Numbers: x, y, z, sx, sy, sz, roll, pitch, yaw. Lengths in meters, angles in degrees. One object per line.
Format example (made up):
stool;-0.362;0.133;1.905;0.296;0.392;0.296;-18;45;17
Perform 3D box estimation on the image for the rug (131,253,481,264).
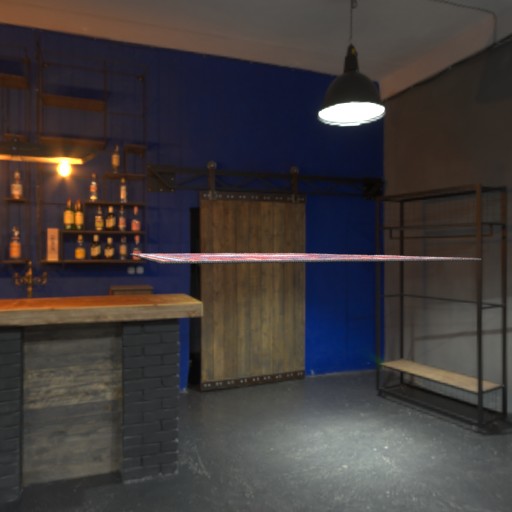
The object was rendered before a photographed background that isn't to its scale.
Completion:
rug;0.000;0.000;2.354;1.207;0.012;1.820;0;1;-18
